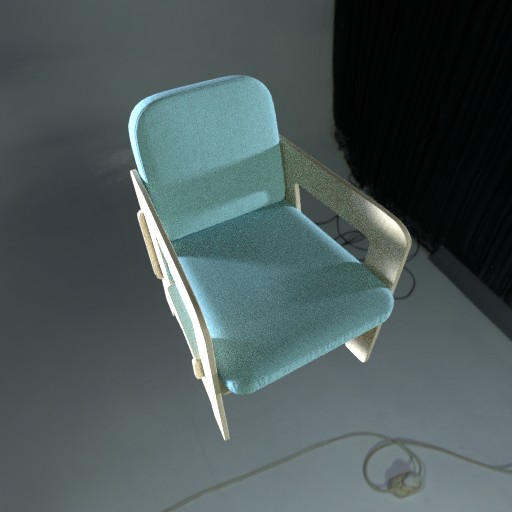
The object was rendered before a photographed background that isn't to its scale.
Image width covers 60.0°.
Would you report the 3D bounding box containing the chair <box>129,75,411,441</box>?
[{"bbox_3d":[0.000,0.000,1.318,0.590,0.800,0.710,-22,50,-20],"label":"chair"}]
